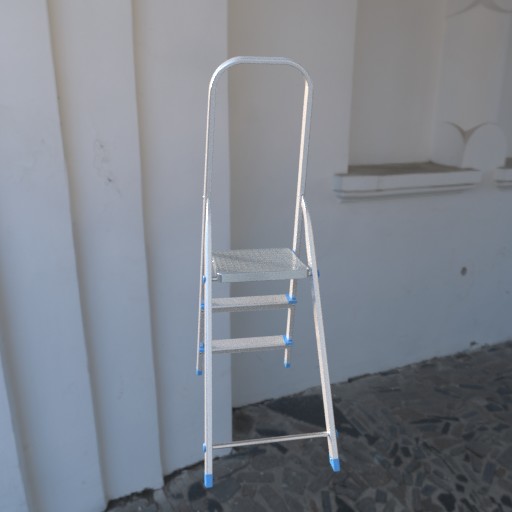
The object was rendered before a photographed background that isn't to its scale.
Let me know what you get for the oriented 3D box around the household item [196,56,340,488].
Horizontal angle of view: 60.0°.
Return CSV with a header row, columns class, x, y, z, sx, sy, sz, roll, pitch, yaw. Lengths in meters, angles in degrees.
class,x,y,z,sx,sy,sz,roll,pitch,yaw
household item,0.000,0.000,1.507,0.420,1.215,0.687,-3,15,-9
